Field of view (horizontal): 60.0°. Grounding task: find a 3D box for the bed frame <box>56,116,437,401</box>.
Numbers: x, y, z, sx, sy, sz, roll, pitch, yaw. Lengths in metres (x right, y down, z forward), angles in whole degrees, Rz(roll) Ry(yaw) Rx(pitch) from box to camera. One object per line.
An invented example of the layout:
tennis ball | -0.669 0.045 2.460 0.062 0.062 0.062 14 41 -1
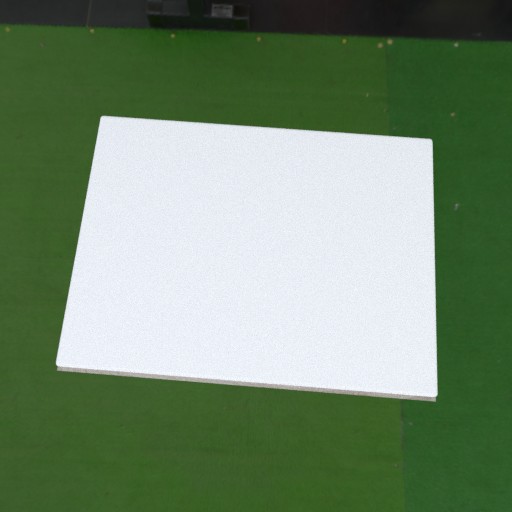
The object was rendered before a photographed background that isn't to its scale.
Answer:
bed frame | 0.000 0.000 2.586 1.944 0.490 1.448 4 76 1
